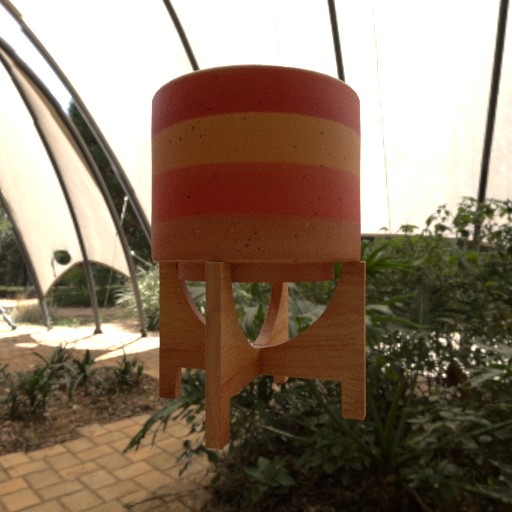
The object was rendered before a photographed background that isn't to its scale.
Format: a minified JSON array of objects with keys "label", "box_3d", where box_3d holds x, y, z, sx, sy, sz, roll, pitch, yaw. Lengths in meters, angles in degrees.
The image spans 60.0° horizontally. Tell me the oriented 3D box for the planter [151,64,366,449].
[{"label":"planter","box_3d":[0.000,0.000,0.561,0.269,0.379,0.269,0,0,0]}]
